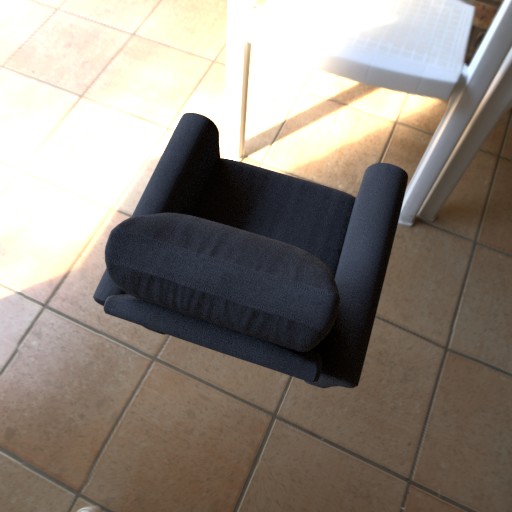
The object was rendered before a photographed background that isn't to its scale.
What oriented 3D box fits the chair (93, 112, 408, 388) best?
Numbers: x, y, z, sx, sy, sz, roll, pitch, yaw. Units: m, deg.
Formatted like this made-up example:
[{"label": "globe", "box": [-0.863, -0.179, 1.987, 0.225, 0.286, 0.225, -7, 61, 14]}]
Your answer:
[{"label": "chair", "box": [0.000, 0.000, 1.568, 0.867, 0.942, 0.828, 17, 66, 8]}]
